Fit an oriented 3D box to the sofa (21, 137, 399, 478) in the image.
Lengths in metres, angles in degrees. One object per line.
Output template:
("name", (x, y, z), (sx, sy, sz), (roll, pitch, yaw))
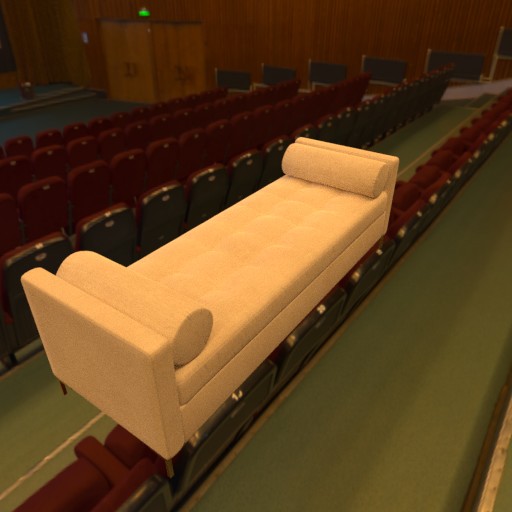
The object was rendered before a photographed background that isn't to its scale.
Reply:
("sofa", (0.000, 0.000, 2.260), (0.686, 0.635, 1.981), (21, 38, 29))
